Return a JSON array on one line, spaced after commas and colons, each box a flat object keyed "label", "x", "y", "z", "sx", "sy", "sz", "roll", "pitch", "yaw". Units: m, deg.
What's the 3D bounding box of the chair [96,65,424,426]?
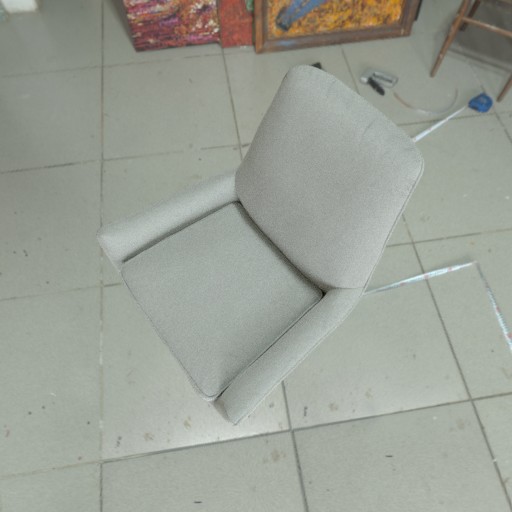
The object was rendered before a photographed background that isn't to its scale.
[{"label": "chair", "x": 0.000, "y": 0.000, "z": 1.492, "sx": 0.822, "sy": 0.888, "sz": 0.787, "roll": -35, "pitch": 68, "yaw": -17}]
